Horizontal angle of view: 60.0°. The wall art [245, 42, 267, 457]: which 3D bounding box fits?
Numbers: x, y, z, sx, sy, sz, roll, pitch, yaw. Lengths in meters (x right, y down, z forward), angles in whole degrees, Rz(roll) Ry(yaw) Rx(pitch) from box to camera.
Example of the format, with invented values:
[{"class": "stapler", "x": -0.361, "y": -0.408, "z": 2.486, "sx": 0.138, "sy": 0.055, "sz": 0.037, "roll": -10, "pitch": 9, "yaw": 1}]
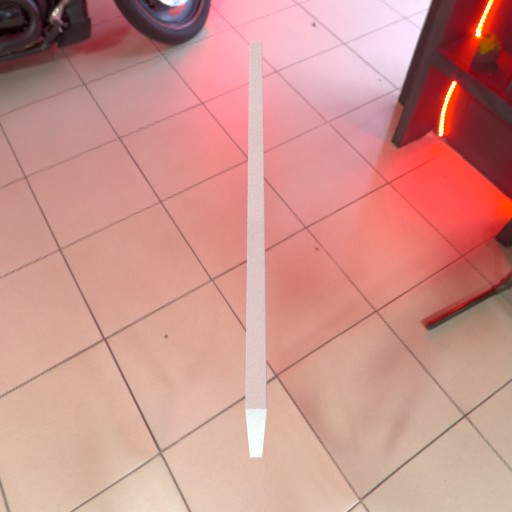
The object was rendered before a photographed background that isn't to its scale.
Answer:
[{"class": "wall art", "x": 0.000, "y": 0.000, "z": 1.169, "sx": 0.033, "sy": 0.617, "sz": 0.906, "roll": 0, "pitch": 59, "yaw": 0}]
